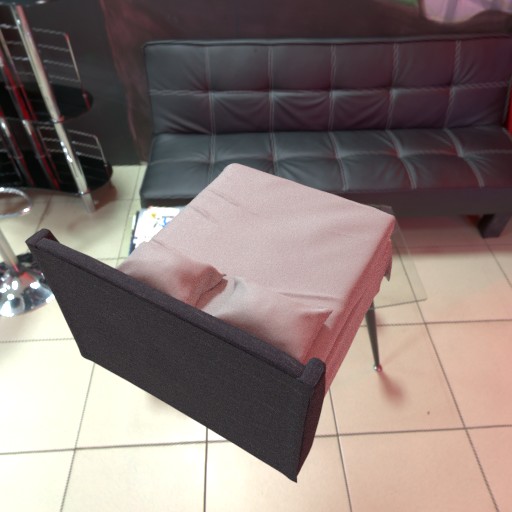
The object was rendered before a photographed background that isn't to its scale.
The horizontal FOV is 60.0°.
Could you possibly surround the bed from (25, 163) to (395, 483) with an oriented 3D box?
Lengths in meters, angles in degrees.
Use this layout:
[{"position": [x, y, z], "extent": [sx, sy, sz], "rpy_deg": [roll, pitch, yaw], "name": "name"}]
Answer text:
[{"position": [0.000, 0.000, 3.443], "extent": [1.925, 1.332, 2.276], "rpy_deg": [22, 50, 20], "name": "bed"}]
